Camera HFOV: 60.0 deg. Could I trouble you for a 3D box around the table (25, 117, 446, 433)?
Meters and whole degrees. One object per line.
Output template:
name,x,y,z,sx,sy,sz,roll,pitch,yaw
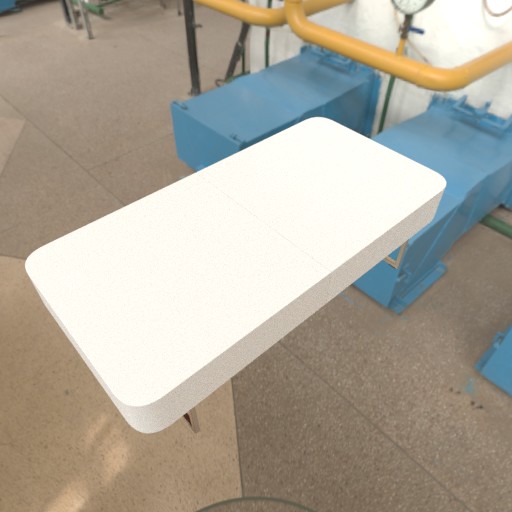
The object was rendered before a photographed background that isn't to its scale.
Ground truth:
table,0.000,0.000,1.444,1.200,0.340,0.600,-33,54,-28
